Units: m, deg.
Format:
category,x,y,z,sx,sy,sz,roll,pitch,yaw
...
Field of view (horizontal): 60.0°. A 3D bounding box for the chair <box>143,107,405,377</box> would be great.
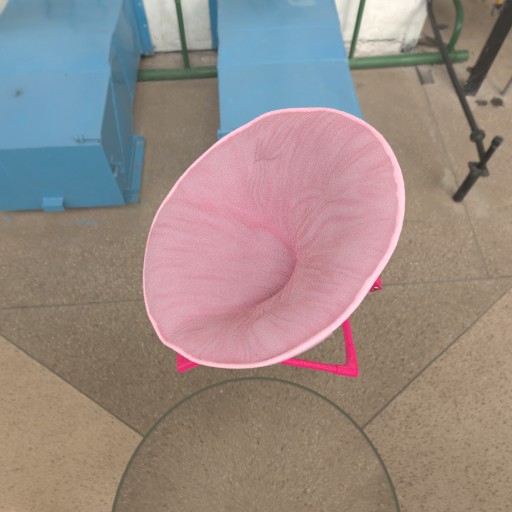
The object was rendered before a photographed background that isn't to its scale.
category,x,y,z,sx,sy,sz,roll,pitch,yaw
chair,0.000,0.000,0.897,0.459,0.494,0.522,-2,59,-2
